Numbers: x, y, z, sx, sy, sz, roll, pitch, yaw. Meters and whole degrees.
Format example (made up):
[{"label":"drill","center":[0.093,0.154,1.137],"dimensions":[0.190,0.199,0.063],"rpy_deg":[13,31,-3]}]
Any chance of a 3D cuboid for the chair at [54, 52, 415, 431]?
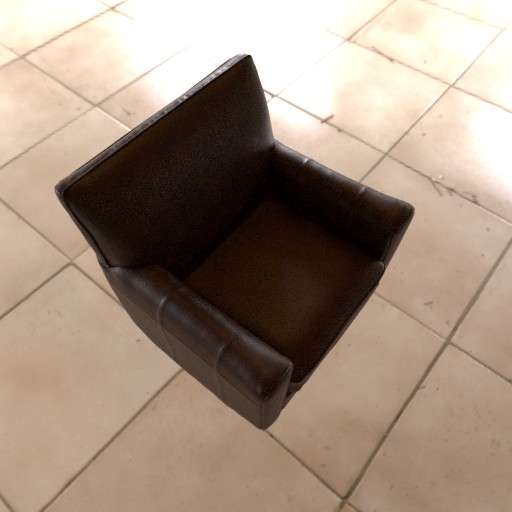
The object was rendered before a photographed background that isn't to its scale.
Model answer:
[{"label":"chair","center":[0.000,0.000,1.640],"dimensions":[0.823,0.943,0.870],"rpy_deg":[34,64,20]}]
